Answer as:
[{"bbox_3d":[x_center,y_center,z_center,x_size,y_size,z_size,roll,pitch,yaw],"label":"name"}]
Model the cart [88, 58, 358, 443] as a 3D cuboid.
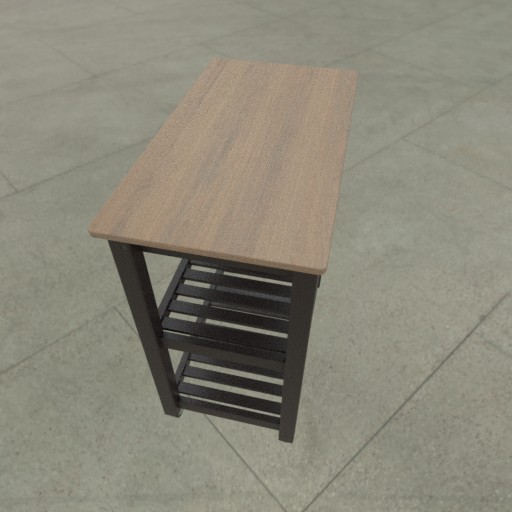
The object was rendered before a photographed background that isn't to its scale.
[{"bbox_3d":[0.000,0.000,1.438,0.457,0.927,0.899,9,46,9],"label":"cart"}]
